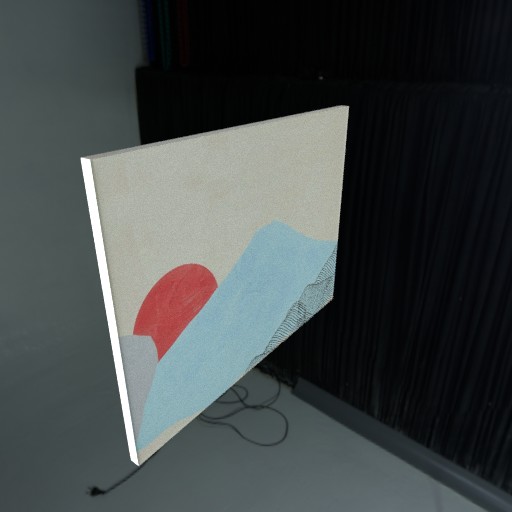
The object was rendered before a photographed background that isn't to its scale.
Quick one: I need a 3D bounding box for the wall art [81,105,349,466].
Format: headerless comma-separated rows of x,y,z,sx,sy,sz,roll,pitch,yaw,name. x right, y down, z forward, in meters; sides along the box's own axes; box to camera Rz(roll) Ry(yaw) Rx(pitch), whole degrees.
0.000,0.000,1.578,0.042,0.912,1.219,17,30,33,wall art
